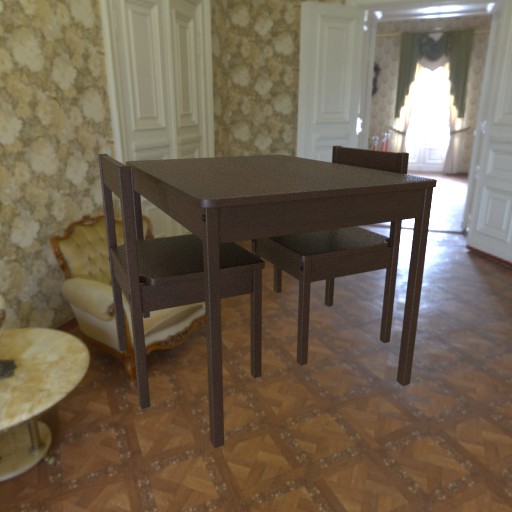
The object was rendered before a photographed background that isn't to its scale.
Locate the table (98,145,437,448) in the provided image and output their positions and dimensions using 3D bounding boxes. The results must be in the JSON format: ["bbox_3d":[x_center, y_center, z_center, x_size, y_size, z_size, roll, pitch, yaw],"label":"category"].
[{"bbox_3d":[0.000,0.000,1.110,0.672,0.503,0.650,-8,19,-24],"label":"table"}]
